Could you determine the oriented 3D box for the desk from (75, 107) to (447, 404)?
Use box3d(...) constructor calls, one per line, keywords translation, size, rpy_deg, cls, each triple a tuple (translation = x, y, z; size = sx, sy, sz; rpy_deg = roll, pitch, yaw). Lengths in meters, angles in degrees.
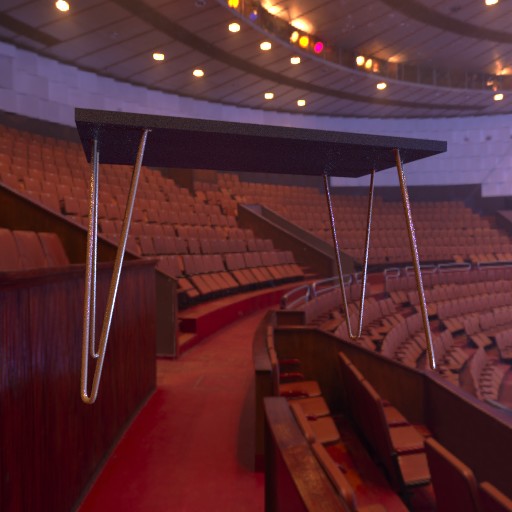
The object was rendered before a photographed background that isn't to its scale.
box3d(translation=(0.000, 0.000, 1.361), size=(0.991, 0.660, 0.499), rpy_deg=(0, 1, -18), cls="desk")
